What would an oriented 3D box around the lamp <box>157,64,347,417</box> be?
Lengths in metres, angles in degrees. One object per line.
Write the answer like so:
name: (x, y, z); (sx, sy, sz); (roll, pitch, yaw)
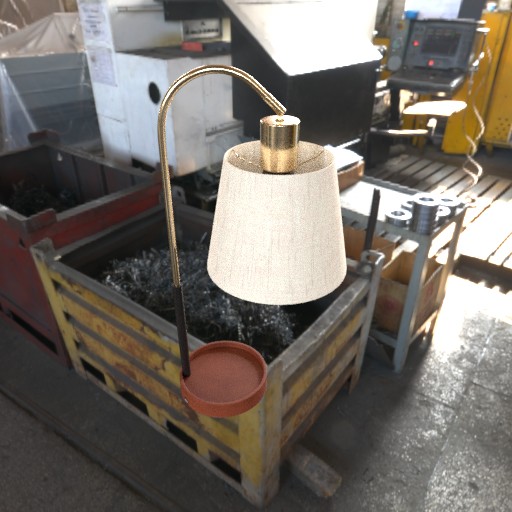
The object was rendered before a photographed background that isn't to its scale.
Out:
lamp: (0.000, 0.000, 0.670); (0.273, 0.536, 0.211); (0, 31, 0)
